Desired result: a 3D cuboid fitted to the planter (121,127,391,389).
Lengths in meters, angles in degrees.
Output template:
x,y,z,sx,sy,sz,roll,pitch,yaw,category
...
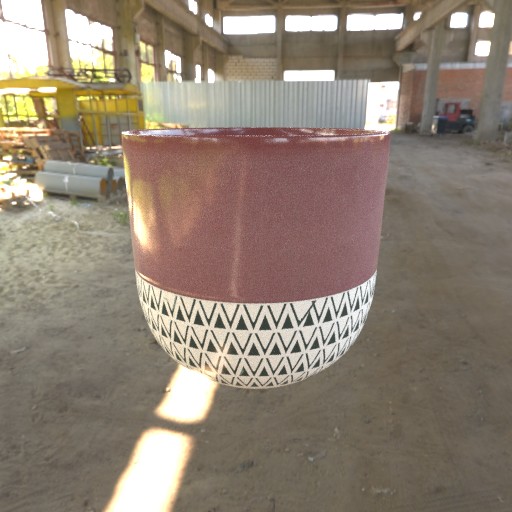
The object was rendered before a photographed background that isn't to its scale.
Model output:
x,y,z,sx,sy,sz,roll,pitch,yaw,category
0.000,0.000,0.495,0.266,0.270,0.266,0,18,0,planter
